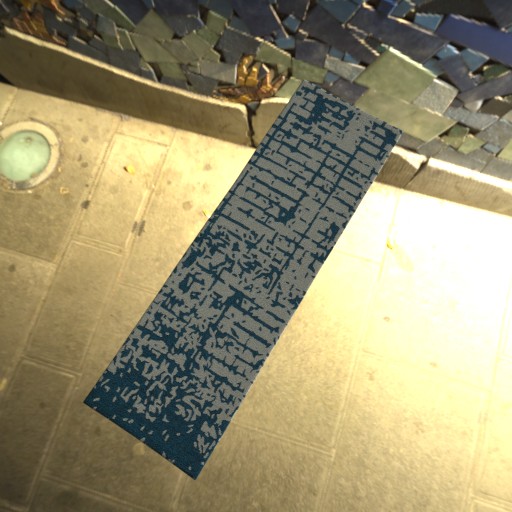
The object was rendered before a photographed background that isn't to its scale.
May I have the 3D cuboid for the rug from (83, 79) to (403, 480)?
[{"bbox_3d":[0.000,0.000,2.668,0.750,0.011,2.435,31,77,8],"label":"rug"}]
